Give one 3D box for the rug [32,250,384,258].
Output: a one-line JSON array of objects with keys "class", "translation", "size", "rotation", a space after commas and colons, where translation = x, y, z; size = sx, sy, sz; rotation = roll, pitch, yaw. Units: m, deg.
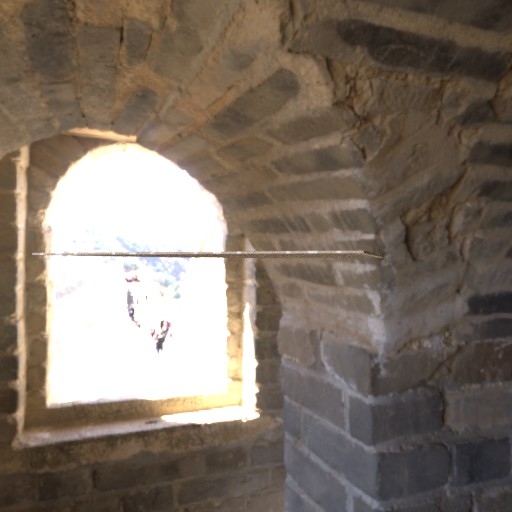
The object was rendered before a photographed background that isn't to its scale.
[{"class": "rug", "translation": [0.000, 0.000, 2.855], "size": [1.524, 0.010, 2.134], "rotation": [0, -1, 18]}]
